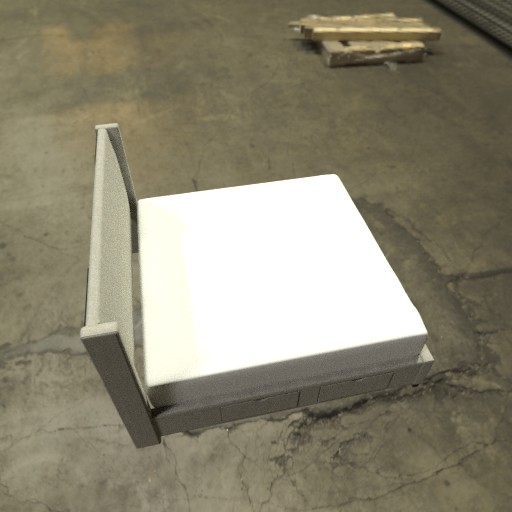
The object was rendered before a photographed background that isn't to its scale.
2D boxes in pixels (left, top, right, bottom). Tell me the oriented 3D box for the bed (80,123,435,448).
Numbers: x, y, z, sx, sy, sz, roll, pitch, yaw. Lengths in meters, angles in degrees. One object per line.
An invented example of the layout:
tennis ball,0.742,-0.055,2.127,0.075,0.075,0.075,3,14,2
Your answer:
bed,0.000,0.000,3.641,2.280,1.470,2.140,-9,47,-8
